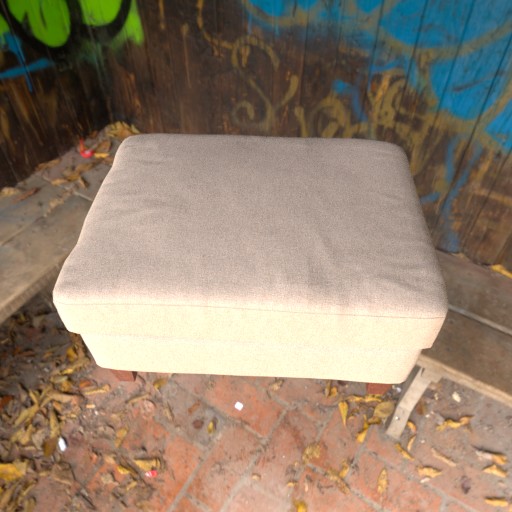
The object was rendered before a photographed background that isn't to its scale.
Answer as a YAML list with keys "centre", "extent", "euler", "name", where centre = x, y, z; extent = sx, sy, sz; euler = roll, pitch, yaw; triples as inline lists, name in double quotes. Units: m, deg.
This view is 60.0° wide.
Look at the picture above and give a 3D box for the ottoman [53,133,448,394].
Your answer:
- centre: [0.000, 0.000, 1.334]
  extent: [0.902, 0.511, 0.692]
  euler: [2, 47, 2]
  name: "ottoman"
